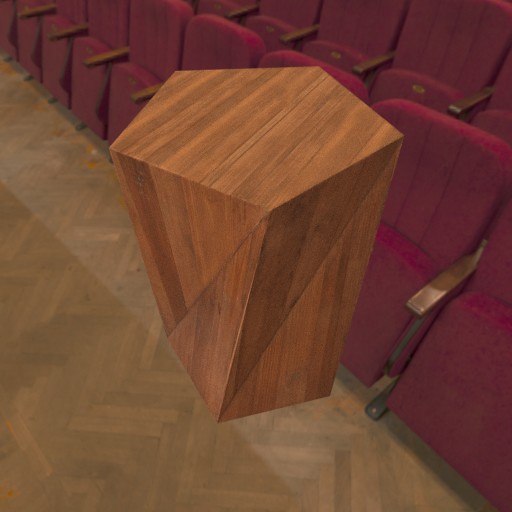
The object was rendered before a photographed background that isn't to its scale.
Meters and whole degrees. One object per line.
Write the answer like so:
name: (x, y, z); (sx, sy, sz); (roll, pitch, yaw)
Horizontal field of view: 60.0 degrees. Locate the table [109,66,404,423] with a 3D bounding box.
table: (0.000, 0.000, 0.890); (0.425, 0.604, 0.441); (-30, 53, -26)
